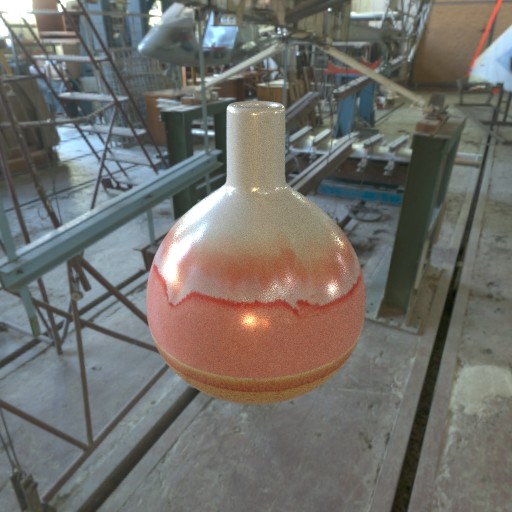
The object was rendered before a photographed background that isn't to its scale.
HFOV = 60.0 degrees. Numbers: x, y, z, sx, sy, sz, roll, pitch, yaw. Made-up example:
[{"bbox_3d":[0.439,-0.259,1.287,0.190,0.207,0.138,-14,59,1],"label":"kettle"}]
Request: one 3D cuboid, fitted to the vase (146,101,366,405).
[{"bbox_3d":[0.000,0.000,0.270,0.137,0.176,0.137,0,27,0],"label":"vase"}]
